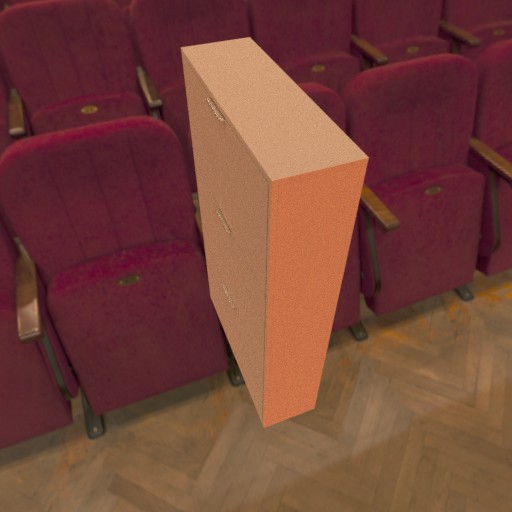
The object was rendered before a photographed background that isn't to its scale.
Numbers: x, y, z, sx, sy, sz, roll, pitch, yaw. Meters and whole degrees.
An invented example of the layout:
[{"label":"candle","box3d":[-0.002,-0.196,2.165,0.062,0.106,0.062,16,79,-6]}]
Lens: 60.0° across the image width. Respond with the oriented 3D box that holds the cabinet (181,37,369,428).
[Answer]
[{"label":"cabinet","box3d":[0.000,0.000,1.665,0.250,1.280,0.750,-16,49,-15]}]
